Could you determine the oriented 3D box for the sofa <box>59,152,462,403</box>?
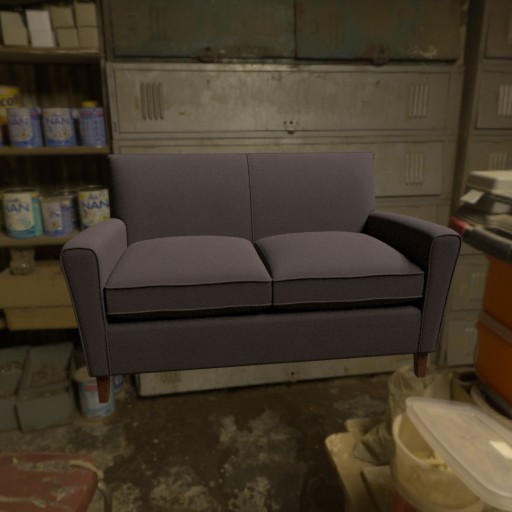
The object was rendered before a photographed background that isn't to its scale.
[{"bbox_3d":[0.000,0.000,1.986,1.420,0.846,0.871,-2,17,-7],"label":"sofa"}]
